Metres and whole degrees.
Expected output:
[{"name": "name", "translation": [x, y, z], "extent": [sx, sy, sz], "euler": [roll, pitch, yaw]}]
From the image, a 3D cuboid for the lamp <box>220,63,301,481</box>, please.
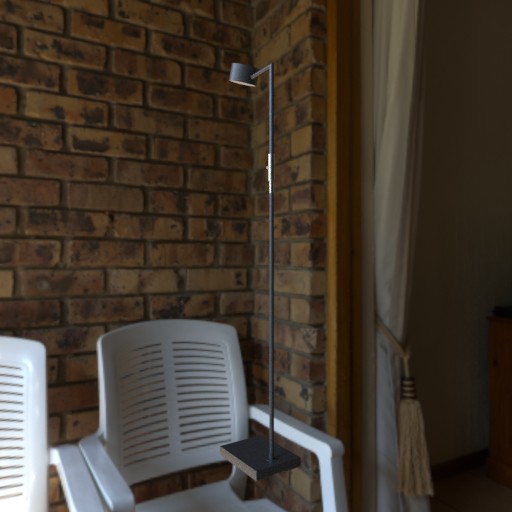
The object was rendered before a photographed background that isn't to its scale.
[{"name": "lamp", "translation": [0.000, 0.000, 1.752], "extent": [0.203, 1.600, 0.304], "euler": [0, -1, -34]}]
